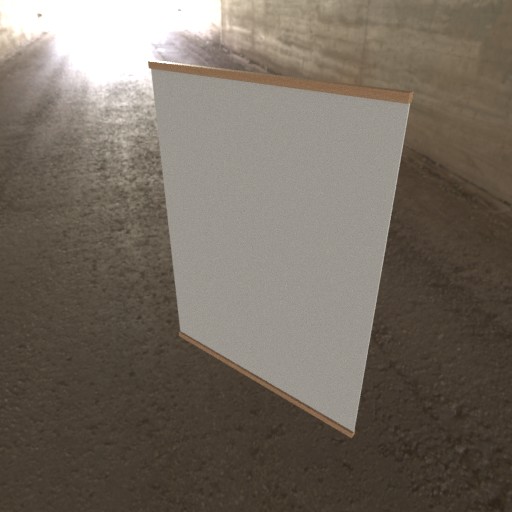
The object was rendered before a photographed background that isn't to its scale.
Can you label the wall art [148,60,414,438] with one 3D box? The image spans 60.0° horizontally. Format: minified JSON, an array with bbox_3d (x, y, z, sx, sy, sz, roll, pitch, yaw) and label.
[{"bbox_3d":[0.000,0.000,0.790,0.459,0.608,0.012,22,37,32],"label":"wall art"}]
